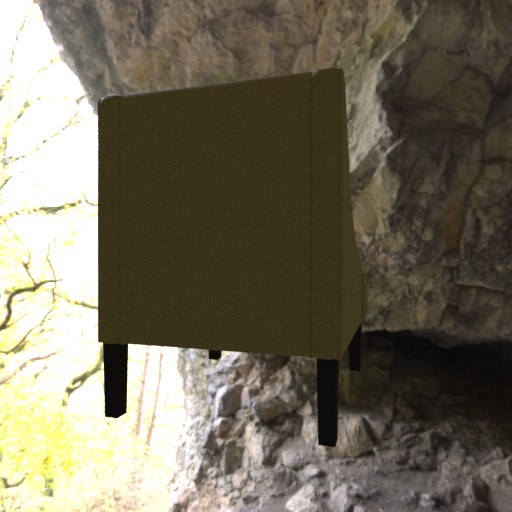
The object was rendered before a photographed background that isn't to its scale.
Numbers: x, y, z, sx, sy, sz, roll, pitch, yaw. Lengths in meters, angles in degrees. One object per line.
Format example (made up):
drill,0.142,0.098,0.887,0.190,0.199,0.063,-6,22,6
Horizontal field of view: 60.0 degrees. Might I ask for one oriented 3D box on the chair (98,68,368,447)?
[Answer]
chair,0.000,0.000,1.506,0.696,0.896,0.814,0,0,18
